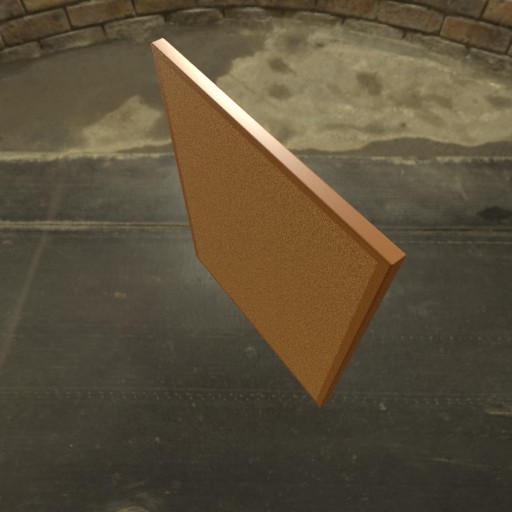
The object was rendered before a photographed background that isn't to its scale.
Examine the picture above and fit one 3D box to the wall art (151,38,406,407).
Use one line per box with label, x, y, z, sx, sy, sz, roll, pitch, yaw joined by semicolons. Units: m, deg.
wall art;0.000;0.000;0.515;0.015;0.379;0.310;-33;63;-19
